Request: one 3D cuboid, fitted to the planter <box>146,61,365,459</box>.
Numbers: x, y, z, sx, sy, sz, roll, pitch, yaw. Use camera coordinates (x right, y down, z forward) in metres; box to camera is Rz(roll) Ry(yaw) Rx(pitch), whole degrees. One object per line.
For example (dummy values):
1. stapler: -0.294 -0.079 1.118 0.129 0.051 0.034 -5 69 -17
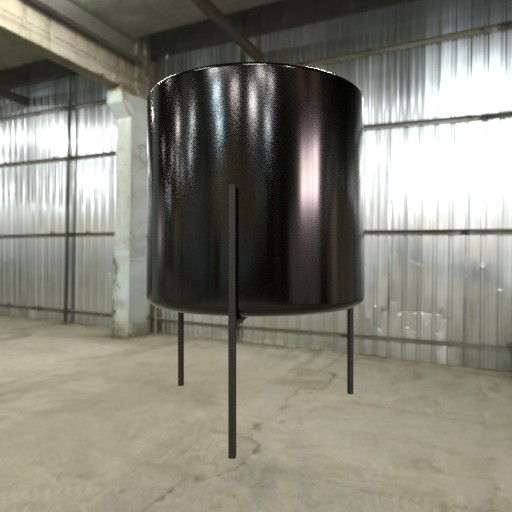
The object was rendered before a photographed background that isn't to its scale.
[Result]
1. planter: 0.000 0.000 0.639 0.310 0.432 0.310 0 1 -36
